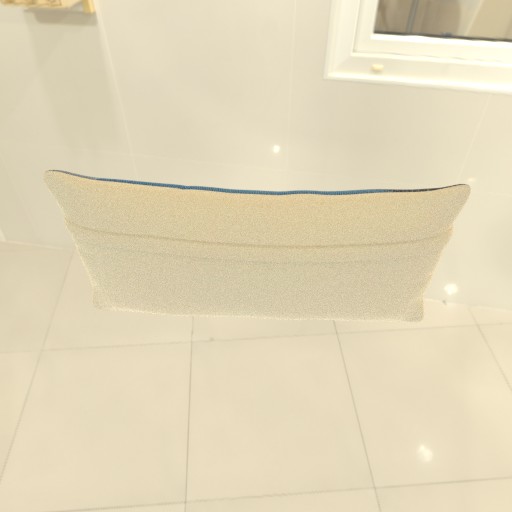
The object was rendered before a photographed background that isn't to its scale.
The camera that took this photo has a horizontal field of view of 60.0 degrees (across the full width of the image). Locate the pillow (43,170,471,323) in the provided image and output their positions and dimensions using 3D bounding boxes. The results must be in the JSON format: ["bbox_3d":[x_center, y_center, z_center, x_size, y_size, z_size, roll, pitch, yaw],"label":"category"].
[{"bbox_3d":[0.000,0.000,0.715,0.604,0.307,0.148,2,45,2],"label":"pillow"}]
